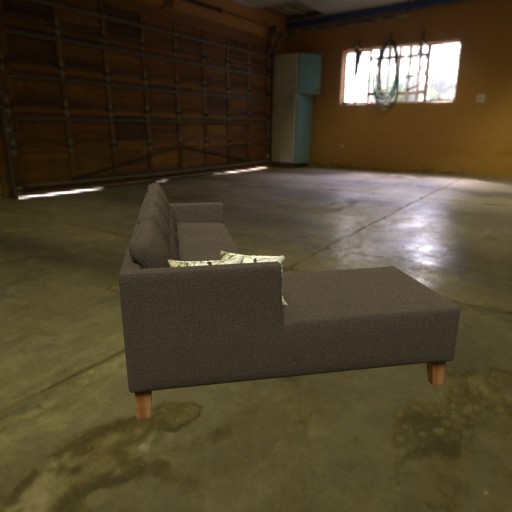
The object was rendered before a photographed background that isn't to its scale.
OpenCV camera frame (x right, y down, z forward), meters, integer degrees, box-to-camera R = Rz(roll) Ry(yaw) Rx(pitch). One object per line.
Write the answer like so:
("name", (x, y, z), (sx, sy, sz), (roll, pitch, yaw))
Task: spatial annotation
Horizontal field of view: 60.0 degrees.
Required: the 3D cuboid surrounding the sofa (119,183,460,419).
("sofa", (0.000, 0.000, 3.543), (1.829, 0.932, 2.679), (-3, 17, -10))
